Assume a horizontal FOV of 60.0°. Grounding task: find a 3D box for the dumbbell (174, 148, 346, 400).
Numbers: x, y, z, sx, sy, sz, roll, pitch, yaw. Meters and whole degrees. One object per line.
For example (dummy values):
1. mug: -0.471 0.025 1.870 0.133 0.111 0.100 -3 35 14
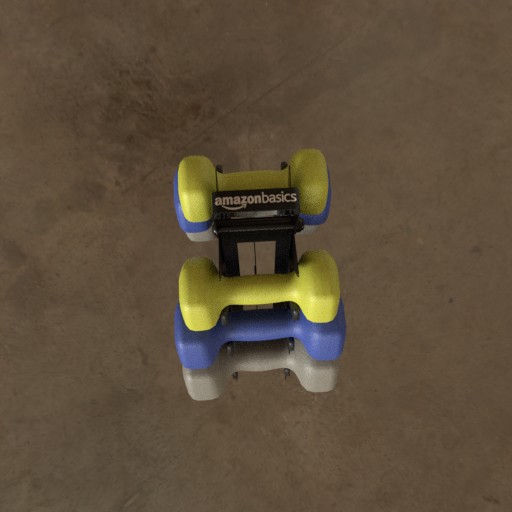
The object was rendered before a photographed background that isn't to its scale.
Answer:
1. dumbbell: 0.000 0.000 0.670 0.261 0.426 0.416 -3 75 -1
